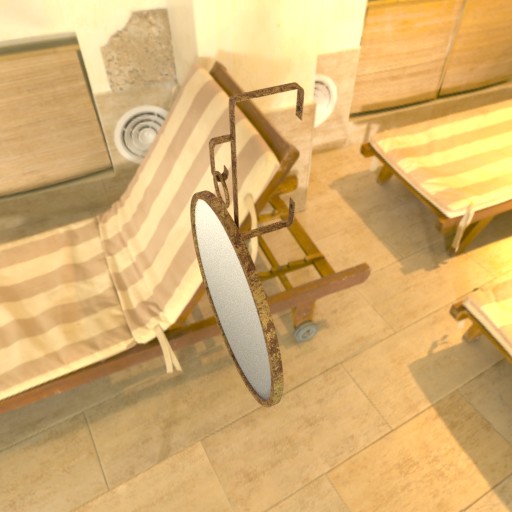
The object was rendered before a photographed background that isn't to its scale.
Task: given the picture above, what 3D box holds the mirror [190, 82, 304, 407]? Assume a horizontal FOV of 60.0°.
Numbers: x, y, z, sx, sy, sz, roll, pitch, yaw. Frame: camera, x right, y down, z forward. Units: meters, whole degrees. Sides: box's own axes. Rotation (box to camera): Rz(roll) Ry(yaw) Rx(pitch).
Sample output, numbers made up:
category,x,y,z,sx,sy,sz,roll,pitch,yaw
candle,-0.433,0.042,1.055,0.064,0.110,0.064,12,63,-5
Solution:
category,x,y,z,sx,sy,sz,roll,pitch,yaw
mirror,0.000,0.000,0.848,0.144,0.651,0.447,-18,49,-16
